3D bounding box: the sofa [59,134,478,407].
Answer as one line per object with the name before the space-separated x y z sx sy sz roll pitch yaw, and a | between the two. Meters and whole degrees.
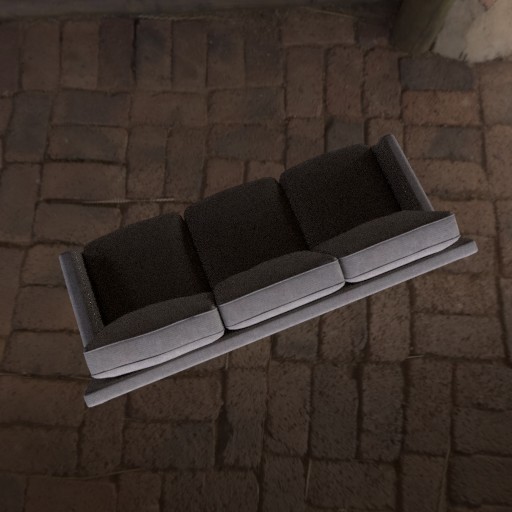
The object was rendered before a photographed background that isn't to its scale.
sofa | 0.000 0.000 2.783 2.226 1.042 1.034 -21 75 -6
